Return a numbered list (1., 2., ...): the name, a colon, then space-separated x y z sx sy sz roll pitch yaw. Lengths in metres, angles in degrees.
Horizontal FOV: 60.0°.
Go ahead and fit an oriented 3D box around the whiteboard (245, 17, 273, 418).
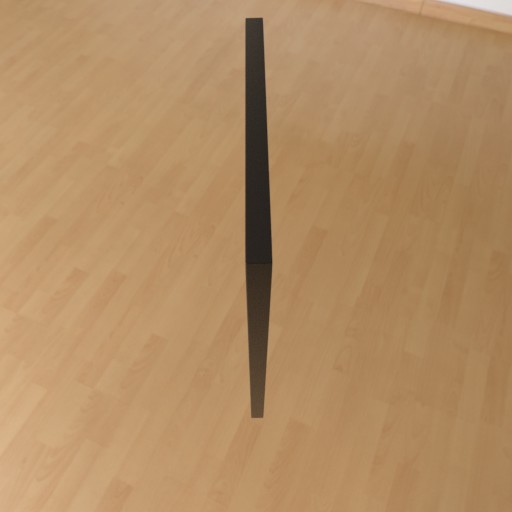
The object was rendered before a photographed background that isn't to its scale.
1. whiteboard: 0.000 0.000 0.770 0.026 0.611 0.406 -1 57 0
